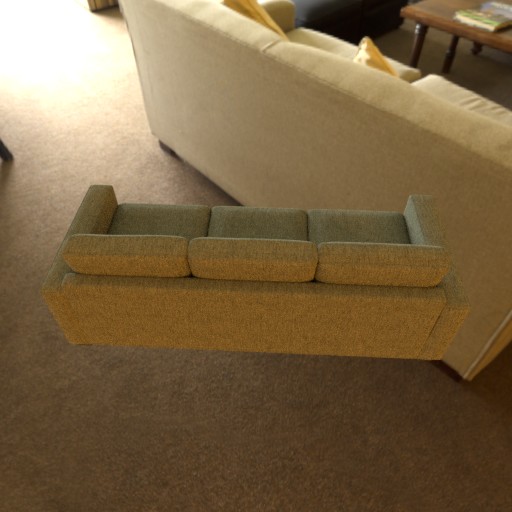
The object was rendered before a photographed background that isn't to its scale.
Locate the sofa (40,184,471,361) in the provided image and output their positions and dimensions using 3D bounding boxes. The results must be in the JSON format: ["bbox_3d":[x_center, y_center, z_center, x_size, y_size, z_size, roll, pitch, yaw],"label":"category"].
[{"bbox_3d":[0.000,0.000,2.598,2.160,0.800,0.900,2,47,2],"label":"sofa"}]
